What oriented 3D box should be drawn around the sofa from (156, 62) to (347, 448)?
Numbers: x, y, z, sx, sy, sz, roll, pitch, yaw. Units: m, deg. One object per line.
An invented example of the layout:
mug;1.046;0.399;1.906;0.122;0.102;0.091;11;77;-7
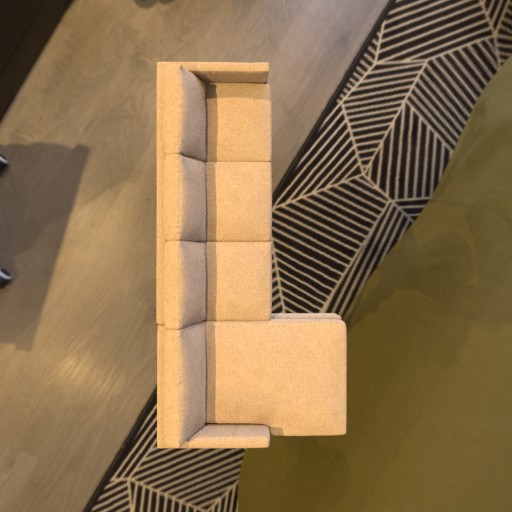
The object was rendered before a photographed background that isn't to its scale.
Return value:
sofa;0.000;0.000;3.903;1.638;0.920;3.198;0;90;-1
